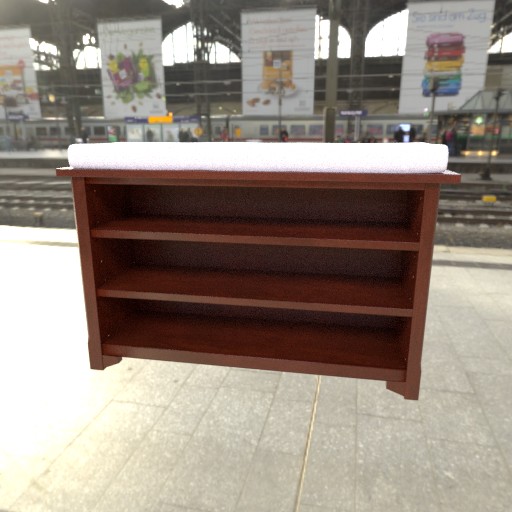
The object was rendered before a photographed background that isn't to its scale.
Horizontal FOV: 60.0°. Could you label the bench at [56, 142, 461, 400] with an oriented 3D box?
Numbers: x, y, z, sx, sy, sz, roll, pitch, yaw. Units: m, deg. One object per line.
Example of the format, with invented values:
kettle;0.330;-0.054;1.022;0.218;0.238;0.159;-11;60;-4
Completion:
bench;0.000;0.000;1.306;0.987;0.646;0.369;3;15;10
